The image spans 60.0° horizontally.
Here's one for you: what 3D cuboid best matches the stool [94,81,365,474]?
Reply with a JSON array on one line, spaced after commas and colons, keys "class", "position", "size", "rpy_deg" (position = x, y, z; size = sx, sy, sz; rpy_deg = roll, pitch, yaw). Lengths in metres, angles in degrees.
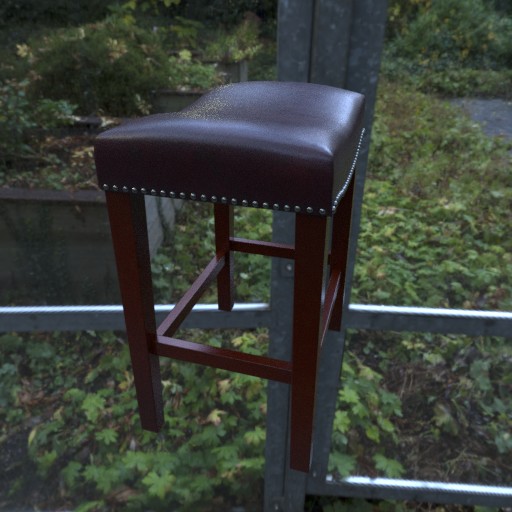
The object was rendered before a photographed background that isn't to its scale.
[{"class": "stool", "position": [0.000, 0.000, 0.959], "size": [0.372, 0.657, 0.504], "rpy_deg": [8, 30, 15]}]
